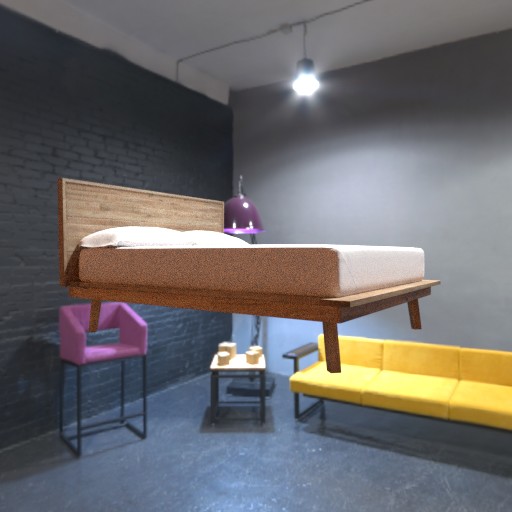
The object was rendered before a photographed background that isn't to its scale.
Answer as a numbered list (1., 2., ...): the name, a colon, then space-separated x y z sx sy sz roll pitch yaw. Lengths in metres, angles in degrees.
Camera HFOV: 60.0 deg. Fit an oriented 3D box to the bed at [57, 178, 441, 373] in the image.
1. bed: 0.000 0.000 3.189 2.145 1.071 1.759 0 1 35
